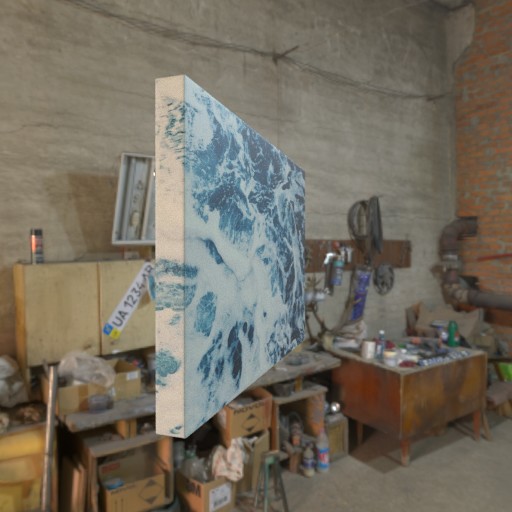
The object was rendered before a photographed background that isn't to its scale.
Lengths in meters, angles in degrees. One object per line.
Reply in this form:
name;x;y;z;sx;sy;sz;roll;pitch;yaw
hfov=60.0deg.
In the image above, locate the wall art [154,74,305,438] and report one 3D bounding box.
wall art;0.000;0.000;0.786;0.043;0.407;0.609;0;0;19
